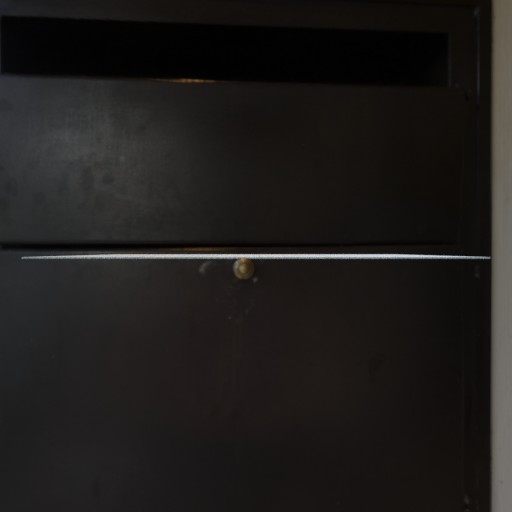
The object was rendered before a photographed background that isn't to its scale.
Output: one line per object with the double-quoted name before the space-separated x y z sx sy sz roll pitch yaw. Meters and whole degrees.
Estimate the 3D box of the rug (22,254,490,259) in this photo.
"rug" 0.000 0.000 2.227 1.752 0.006 1.142 0 1 0
